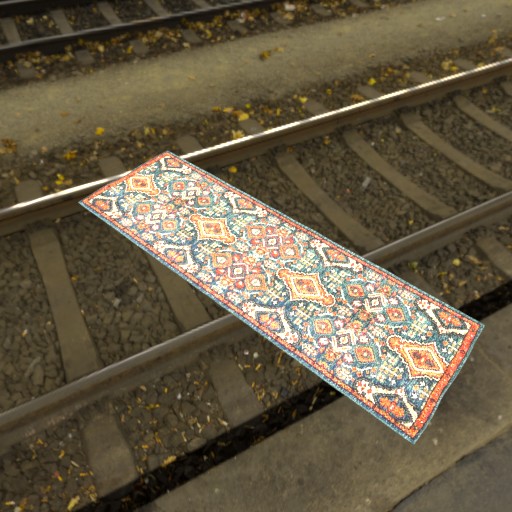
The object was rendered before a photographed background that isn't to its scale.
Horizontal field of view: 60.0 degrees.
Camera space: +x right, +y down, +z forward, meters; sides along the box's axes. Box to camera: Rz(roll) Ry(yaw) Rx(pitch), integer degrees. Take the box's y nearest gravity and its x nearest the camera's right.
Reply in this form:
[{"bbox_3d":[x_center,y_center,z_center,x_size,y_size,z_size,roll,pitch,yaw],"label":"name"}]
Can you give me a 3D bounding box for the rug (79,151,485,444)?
[{"bbox_3d":[0.000,0.000,2.632,2.459,0.010,0.801,32,55,26],"label":"rug"}]
